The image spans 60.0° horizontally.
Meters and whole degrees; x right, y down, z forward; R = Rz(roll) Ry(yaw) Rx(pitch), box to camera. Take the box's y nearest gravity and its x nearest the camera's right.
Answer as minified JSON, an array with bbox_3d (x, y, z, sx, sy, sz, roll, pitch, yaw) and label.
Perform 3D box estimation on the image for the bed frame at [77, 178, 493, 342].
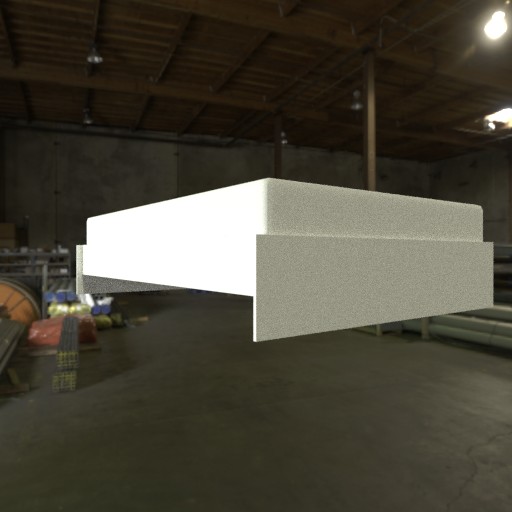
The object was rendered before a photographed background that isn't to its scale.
[{"bbox_3d":[0.000,0.000,2.517,1.445,0.497,1.945,0,0,-37],"label":"bed frame"}]
